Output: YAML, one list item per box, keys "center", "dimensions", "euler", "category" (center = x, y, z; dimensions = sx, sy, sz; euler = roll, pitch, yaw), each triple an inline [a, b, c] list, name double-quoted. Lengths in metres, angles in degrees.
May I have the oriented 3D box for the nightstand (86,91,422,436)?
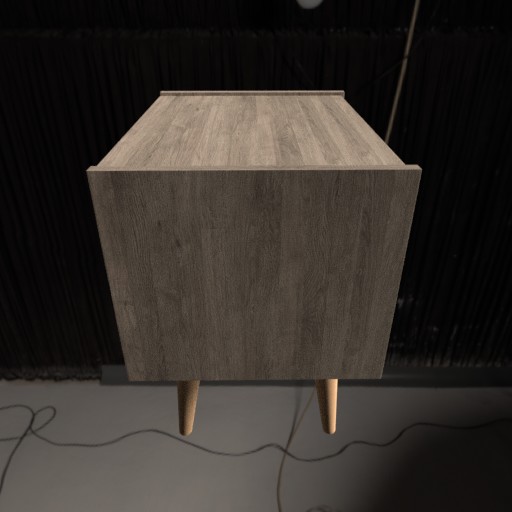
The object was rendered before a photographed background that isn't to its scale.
- center: [0.000, 0.000, 0.823]
  dimensions: [0.380, 0.500, 0.480]
  euler: [0, 30, -1]
  category: "nightstand"
